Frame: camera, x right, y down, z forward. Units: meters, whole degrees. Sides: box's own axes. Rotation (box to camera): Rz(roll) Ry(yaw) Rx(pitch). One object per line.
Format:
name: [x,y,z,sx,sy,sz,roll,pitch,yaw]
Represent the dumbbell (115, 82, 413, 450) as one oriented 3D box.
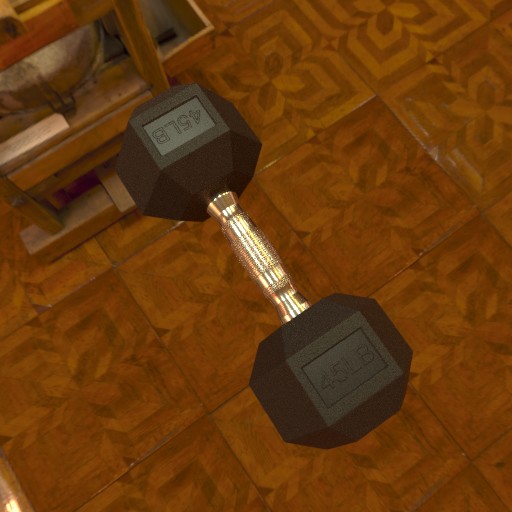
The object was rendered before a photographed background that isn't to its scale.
dumbbell: [0.000,0.000,0.425,0.141,0.123,0.356,-32,78,-8]
